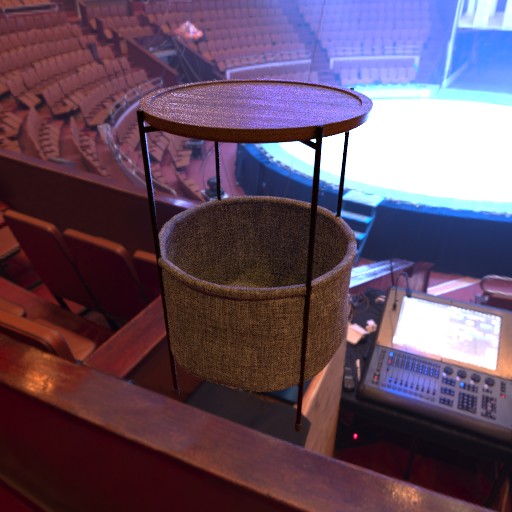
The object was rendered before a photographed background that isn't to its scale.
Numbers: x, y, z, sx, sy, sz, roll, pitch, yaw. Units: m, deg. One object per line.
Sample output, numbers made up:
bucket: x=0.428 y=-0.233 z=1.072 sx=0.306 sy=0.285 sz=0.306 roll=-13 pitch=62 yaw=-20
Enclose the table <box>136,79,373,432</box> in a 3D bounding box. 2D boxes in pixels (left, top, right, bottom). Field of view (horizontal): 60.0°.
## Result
table: x=0.000 y=0.000 z=0.907 sx=0.400 sy=0.623 sz=0.400 roll=10 pitch=32 yaw=16
